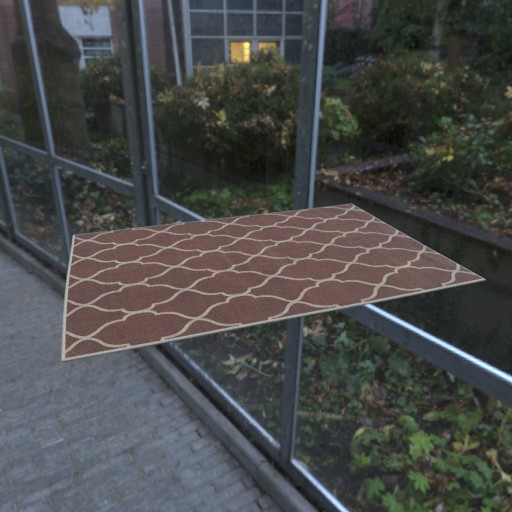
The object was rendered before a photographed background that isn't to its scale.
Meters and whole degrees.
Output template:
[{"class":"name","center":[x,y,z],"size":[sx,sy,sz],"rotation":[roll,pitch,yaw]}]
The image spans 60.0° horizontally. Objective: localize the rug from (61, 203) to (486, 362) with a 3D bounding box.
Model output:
[{"class":"rug","center":[0.000,0.000,2.870],"size":[2.294,0.014,1.528],"rotation":[-8,26,-17]}]
